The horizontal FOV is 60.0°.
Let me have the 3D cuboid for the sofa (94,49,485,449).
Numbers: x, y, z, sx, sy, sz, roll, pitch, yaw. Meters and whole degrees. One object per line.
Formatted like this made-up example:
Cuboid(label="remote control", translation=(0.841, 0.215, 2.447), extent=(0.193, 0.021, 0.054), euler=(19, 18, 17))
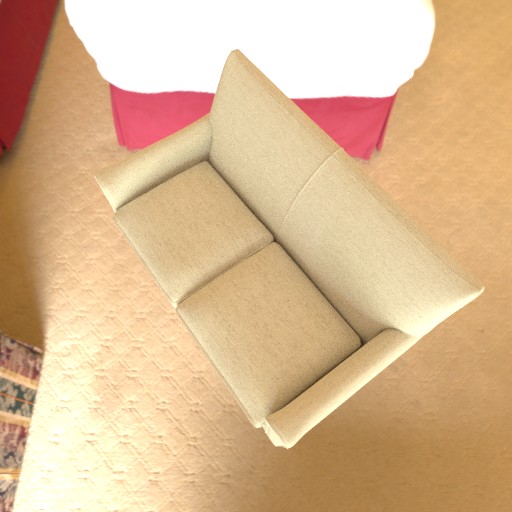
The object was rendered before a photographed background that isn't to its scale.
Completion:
Cuboid(label="sofa", translation=(0.000, 0.000, 2.058), extent=(0.891, 0.892, 1.482), euler=(-34, 69, -15))
